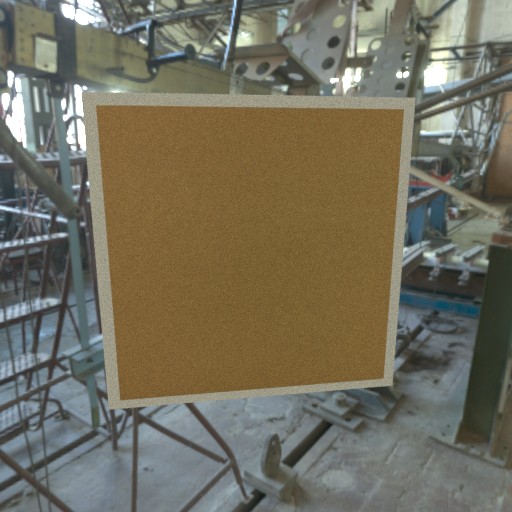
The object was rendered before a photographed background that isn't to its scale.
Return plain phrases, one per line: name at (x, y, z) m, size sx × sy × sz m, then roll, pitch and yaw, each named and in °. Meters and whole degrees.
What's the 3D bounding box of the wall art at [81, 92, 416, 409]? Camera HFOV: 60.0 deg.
wall art at (0.000, 0.000, 0.743) m, size 0.508 × 0.507 × 0.035 m, roll -2°, pitch 14°, yaw -9°
